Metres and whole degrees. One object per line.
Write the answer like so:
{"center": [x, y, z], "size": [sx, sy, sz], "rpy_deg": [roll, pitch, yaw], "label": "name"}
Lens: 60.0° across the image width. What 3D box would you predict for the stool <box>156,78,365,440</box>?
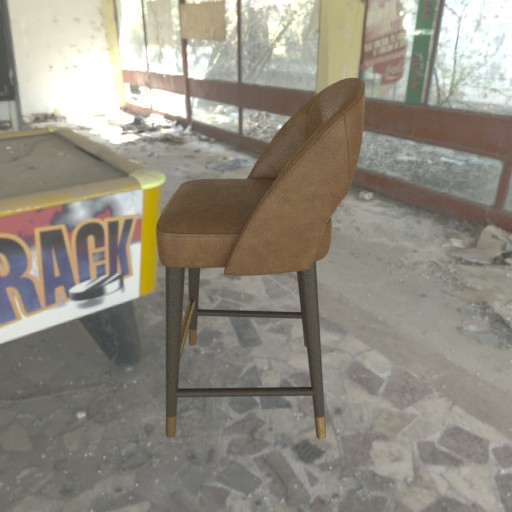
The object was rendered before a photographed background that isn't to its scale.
{"center": [0.000, 0.000, 1.260], "size": [0.509, 0.940, 0.494], "rpy_deg": [0, 25, 1], "label": "stool"}
